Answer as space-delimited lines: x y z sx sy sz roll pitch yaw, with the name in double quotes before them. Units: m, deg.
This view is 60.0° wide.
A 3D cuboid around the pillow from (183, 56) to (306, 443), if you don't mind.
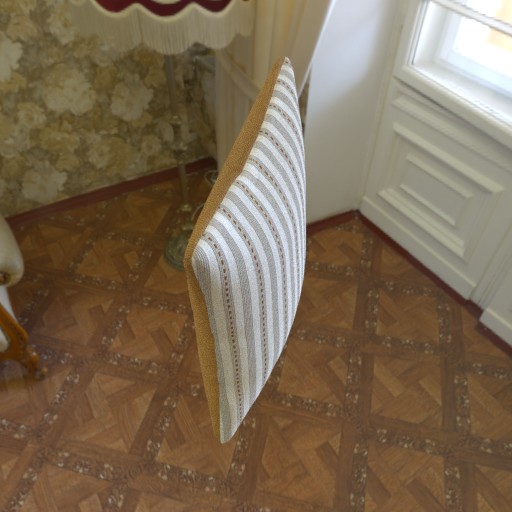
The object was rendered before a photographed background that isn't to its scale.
"pillow" 0.000 0.000 0.678 0.147 0.437 0.432 9 47 9
